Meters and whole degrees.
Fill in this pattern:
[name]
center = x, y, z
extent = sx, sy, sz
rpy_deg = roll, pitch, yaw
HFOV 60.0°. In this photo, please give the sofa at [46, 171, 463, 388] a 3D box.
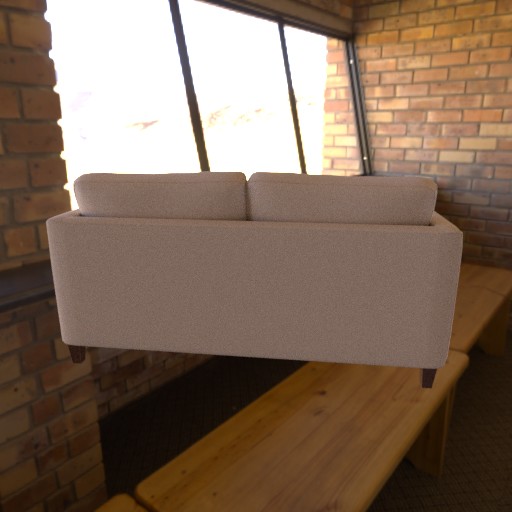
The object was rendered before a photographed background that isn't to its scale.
[sofa]
center = 0.000, 0.000, 2.248
extent = 1.722, 0.888, 0.873
rpy_deg = 2, 16, 7
